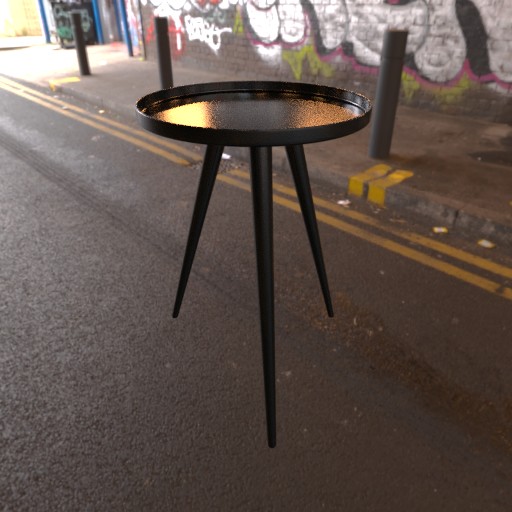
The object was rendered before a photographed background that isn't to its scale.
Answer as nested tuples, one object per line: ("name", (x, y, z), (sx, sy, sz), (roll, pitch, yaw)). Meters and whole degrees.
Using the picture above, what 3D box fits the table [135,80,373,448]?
("table", (0.000, 0.000, 0.822), (0.403, 0.548, 0.415), (-1, 30, -2))
